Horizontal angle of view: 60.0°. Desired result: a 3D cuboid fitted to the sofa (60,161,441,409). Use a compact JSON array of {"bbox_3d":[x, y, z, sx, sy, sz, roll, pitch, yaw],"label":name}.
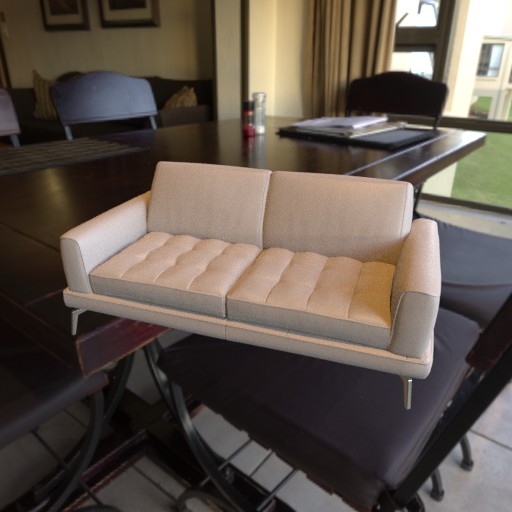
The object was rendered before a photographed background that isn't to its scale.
[{"bbox_3d":[0.000,0.000,2.784,2.177,0.930,1.121,8,26,17],"label":"sofa"}]
